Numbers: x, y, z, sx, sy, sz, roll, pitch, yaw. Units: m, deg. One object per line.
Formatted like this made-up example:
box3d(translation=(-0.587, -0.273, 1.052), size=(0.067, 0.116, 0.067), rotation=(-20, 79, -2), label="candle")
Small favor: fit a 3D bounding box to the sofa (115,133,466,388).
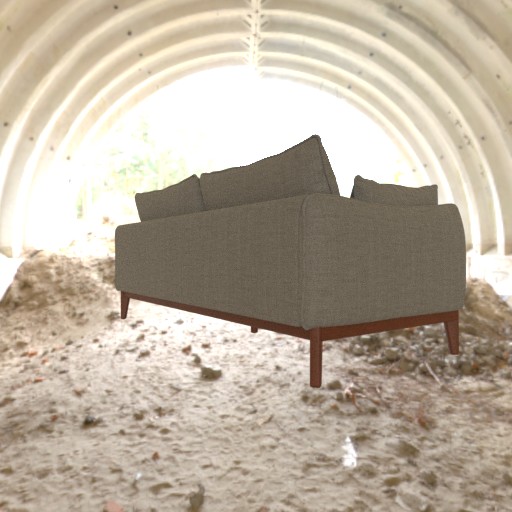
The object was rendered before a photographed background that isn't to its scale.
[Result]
box3d(translation=(0.000, 0.000, 2.452), size=(0.972, 0.851, 1.989), rotation=(0, 0, -35), label="sofa")
